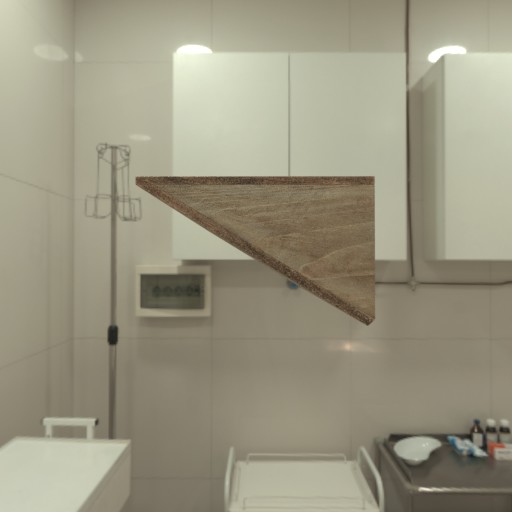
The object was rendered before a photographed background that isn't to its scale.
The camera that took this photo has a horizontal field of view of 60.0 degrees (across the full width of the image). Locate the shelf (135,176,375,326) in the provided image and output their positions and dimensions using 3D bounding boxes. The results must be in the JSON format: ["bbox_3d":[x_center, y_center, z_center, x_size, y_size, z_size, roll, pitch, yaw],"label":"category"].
[{"bbox_3d":[0.000,0.000,0.674,0.200,0.125,0.610,0,-1,0],"label":"shelf"}]
